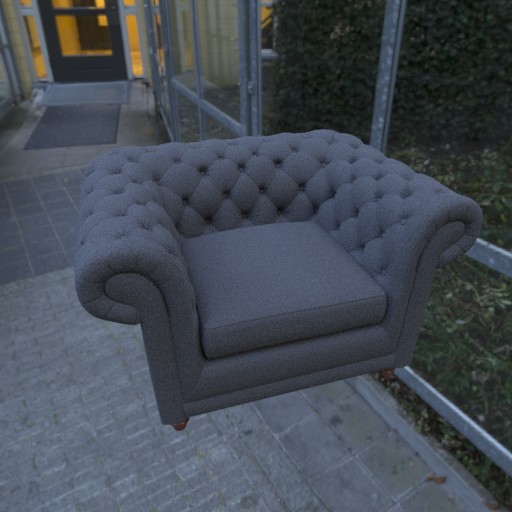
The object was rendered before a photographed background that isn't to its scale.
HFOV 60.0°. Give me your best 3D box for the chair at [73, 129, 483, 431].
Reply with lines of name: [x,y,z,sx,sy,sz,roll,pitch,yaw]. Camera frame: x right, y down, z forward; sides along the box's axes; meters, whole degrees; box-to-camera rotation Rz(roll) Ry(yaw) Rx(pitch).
chair: [0.000,0.000,1.794,1.270,0.770,0.976,-9,32,-15]
